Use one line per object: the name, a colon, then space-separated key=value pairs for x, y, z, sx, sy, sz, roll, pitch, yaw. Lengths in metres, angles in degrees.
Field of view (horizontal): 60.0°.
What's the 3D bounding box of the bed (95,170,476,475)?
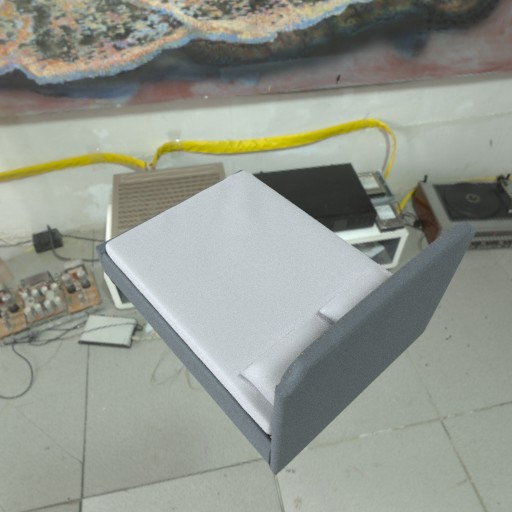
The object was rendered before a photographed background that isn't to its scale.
bed: x=0.000 y=0.000 z=3.444 sx=1.712 sy=1.443 sz=2.372 roll=-33 pitch=56 yaw=-26
